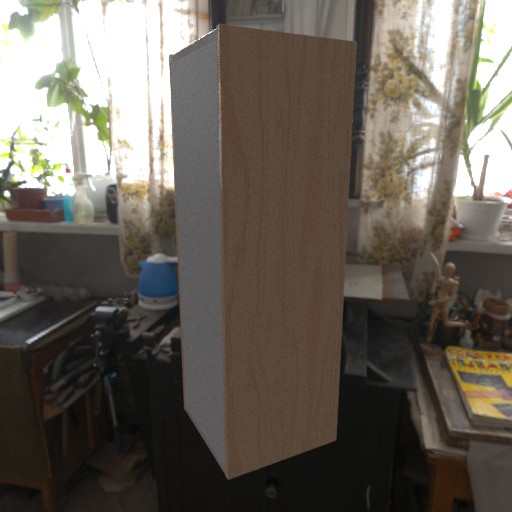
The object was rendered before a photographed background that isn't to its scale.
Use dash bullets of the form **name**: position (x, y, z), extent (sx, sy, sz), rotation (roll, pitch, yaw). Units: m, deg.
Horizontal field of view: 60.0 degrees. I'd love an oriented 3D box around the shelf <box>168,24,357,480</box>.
- **shelf**: position (0.000, 0.000, 1.043), extent (0.290, 0.900, 0.300), rotation (-7, 16, -26)
